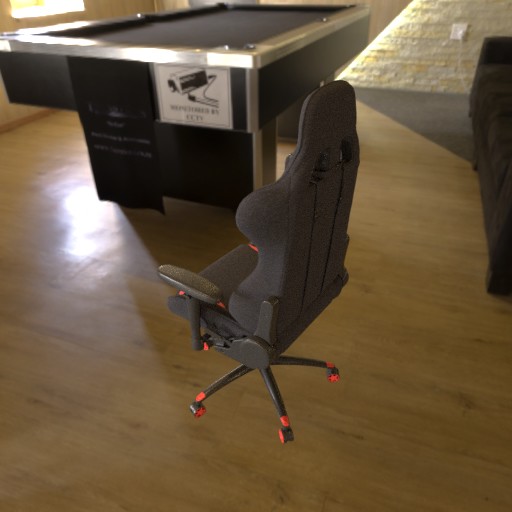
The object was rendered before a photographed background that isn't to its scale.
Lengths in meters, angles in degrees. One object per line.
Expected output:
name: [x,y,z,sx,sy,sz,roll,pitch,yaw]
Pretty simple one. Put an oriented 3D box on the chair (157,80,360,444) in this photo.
chair: [0.000,0.000,1.690,0.658,1.326,0.695,22,39,30]
